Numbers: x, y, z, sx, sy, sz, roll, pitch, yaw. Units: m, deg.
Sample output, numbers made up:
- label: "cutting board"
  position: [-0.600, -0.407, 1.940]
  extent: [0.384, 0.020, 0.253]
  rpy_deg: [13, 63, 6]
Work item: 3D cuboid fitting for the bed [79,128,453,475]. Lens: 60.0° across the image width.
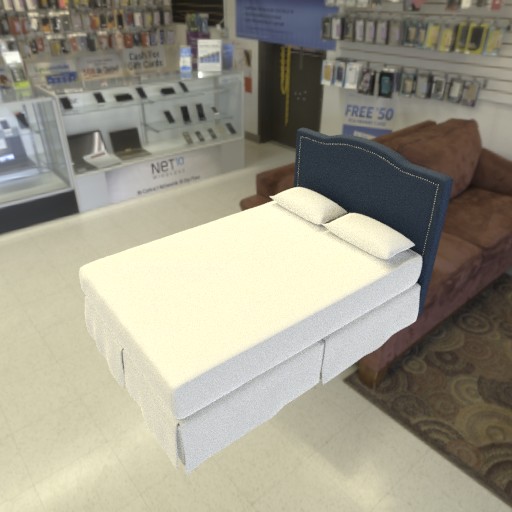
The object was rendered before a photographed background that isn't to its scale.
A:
- label: "bed"
  position: [0.000, 0.000, 3.568]
  extent: [2.507, 1.441, 1.741]
  rpy_deg: [-22, 38, -31]
